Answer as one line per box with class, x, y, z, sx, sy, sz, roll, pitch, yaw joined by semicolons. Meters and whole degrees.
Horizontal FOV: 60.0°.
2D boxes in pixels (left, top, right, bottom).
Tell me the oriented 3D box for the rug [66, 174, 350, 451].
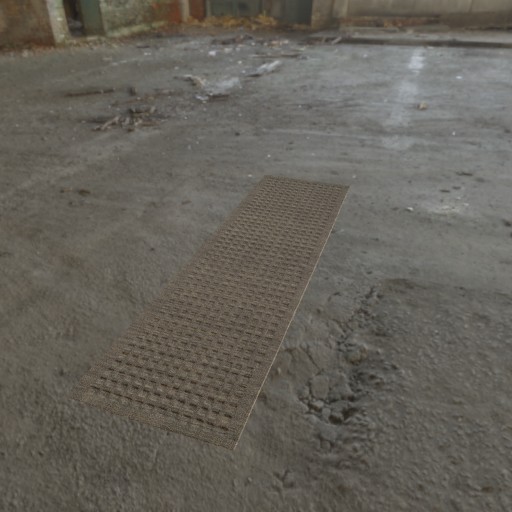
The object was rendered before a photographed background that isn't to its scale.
rug;0.000;0.000;2.591;0.706;0.009;2.443;11;34;16
